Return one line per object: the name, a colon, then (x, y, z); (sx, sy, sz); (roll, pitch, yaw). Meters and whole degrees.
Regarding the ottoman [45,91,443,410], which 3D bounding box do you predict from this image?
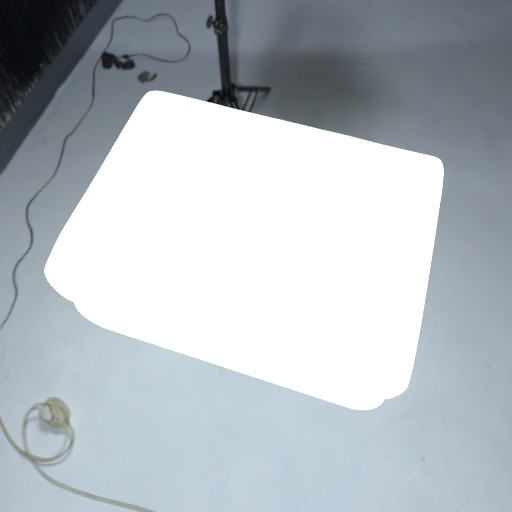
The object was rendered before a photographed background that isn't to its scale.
ottoman: (0.000, 0.000, 1.139); (0.773, 0.499, 0.569); (16, 64, 8)
